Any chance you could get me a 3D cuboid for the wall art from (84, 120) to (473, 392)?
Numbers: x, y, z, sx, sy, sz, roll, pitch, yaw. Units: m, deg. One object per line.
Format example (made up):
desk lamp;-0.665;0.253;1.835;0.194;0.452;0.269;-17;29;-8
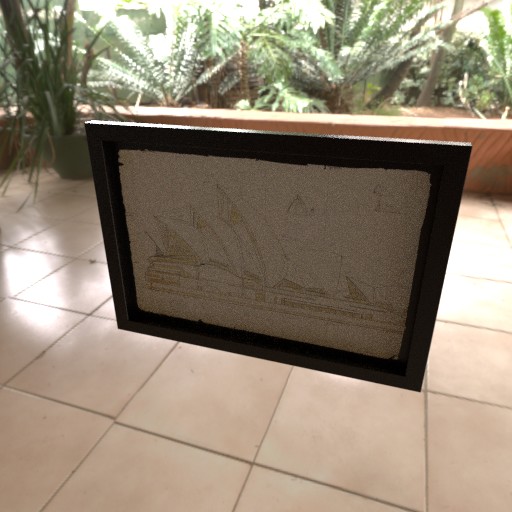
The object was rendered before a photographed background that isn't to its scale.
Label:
wall art;0.000;0.000;0.833;0.657;0.458;0.027;8;27;16
